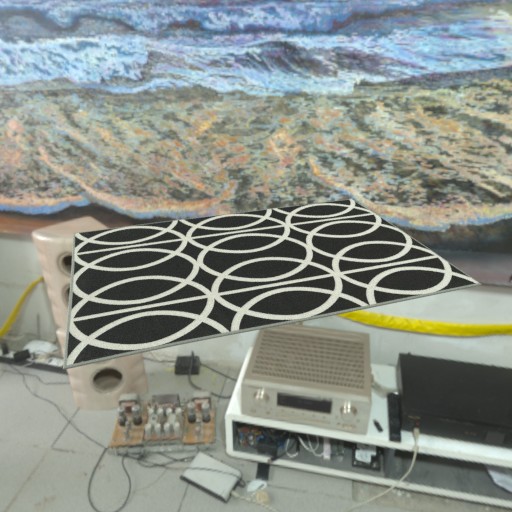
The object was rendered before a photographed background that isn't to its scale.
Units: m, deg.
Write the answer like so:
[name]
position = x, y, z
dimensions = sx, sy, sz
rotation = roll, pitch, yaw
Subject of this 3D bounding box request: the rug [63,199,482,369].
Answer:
[rug]
position = 0.000, 0.000, 2.901
dimensions = 2.290, 0.014, 1.526
rotation = -9, 29, -16
